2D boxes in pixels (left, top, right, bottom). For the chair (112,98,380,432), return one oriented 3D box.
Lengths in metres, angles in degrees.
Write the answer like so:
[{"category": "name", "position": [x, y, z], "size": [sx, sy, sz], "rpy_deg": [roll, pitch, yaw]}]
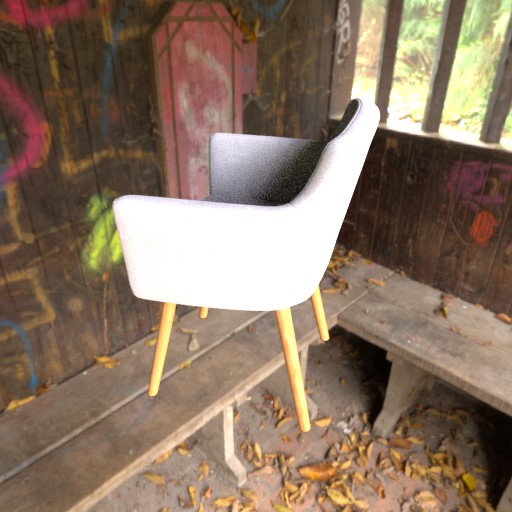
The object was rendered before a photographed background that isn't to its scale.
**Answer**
[{"category": "chair", "position": [0.000, 0.000, 1.178], "size": [0.540, 0.780, 0.570], "rpy_deg": [8, 30, 14]}]
